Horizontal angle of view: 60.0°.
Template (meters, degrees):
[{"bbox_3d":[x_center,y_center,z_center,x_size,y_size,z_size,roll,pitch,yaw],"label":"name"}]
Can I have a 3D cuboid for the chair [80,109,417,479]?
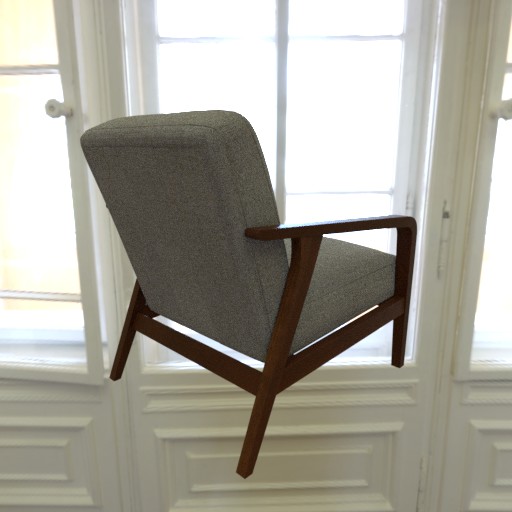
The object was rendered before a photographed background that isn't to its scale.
[{"bbox_3d":[0.000,0.000,1.429,0.704,0.847,0.858,14,19,43],"label":"chair"}]
